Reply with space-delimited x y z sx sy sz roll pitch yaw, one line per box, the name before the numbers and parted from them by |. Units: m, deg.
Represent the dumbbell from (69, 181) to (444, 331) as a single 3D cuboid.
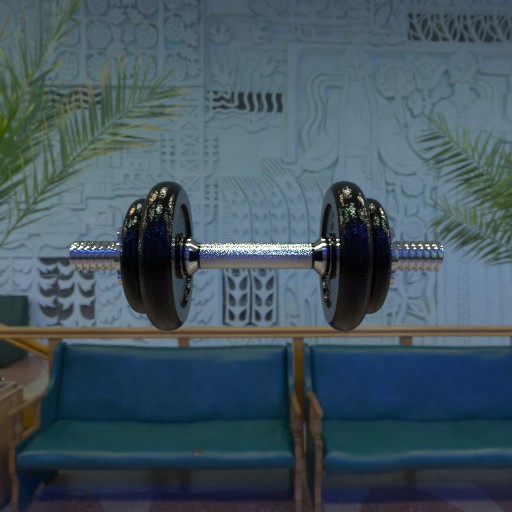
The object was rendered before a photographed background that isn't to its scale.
dumbbell | 0.000 0.000 0.604 0.497 0.202 0.202 0 0 0
